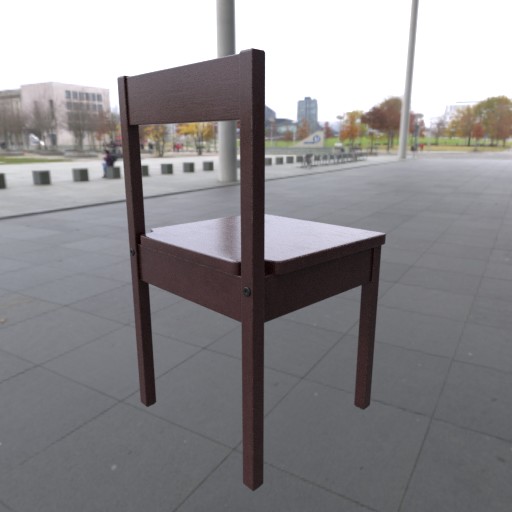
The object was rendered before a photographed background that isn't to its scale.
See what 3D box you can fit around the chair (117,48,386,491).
[{"bbox_3d":[0.000,0.000,0.881,0.361,0.668,0.367,-14,20,-42],"label":"chair"}]
